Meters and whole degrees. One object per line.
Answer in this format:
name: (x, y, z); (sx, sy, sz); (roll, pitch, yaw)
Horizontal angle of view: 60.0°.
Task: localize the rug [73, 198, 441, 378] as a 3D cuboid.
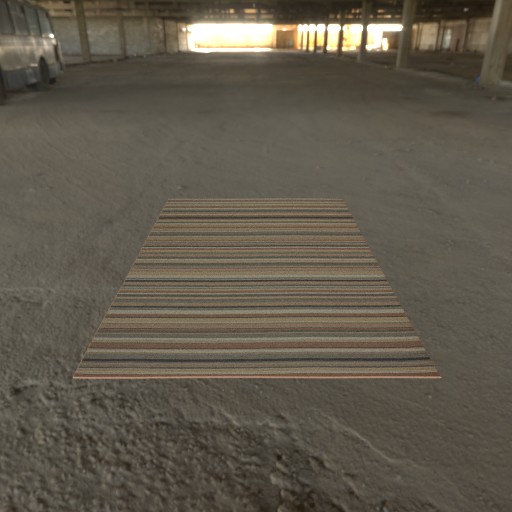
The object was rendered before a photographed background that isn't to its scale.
rug: (0.000, 0.000, 2.282); (1.219, 0.008, 1.829); (0, 26, 0)
